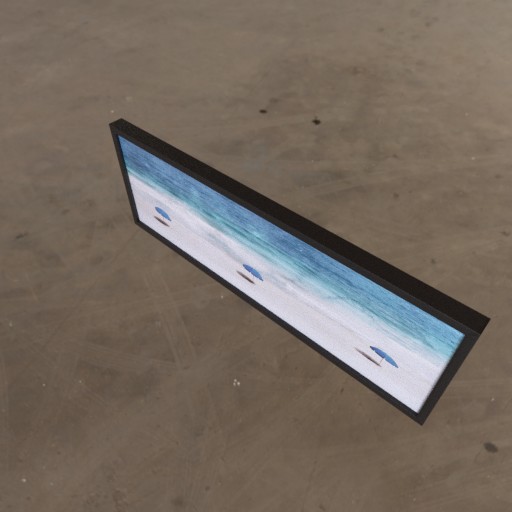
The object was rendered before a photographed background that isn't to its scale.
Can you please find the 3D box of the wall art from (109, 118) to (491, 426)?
[{"bbox_3d":[0.000,0.000,0.928,0.860,0.303,0.037,32,54,27],"label":"wall art"}]
